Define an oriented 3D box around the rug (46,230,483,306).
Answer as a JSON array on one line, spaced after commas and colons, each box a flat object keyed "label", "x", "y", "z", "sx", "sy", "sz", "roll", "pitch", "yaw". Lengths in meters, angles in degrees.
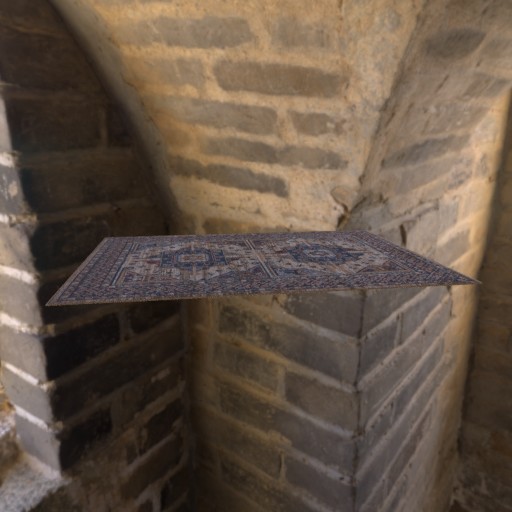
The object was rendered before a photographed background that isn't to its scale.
[{"label": "rug", "x": 0.000, "y": 0.000, "z": 2.994, "sx": 2.227, "sy": 0.008, "sz": 1.611, "roll": -2, "pitch": 14, "yaw": -9}]
